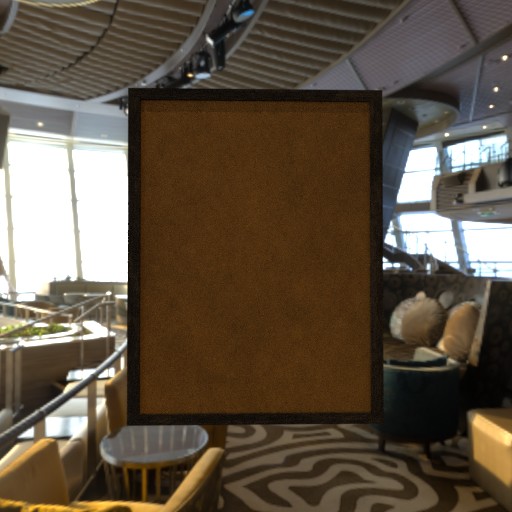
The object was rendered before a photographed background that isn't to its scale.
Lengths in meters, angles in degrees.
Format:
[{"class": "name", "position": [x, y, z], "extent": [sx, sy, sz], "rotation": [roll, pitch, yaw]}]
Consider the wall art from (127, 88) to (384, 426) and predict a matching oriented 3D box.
[{"class": "wall art", "position": [0.000, 0.000, 1.421], "extent": [0.812, 1.066, 0.029], "rotation": [0, -1, -1]}]
